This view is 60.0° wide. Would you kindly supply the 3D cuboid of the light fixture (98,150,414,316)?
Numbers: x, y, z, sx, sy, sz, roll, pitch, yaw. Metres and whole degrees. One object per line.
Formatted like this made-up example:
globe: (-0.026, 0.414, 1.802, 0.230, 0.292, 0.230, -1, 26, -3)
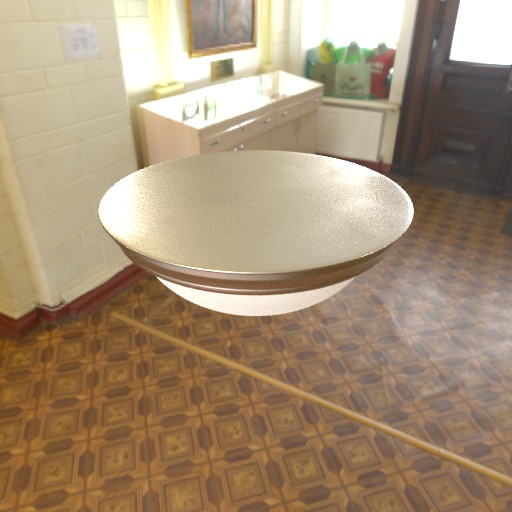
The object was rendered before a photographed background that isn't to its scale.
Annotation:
light fixture: (0.000, 0.000, 0.445, 0.280, 0.135, 0.280, 0, 30, 0)
